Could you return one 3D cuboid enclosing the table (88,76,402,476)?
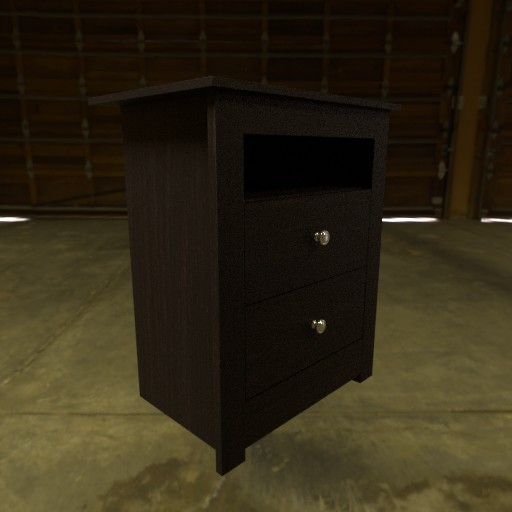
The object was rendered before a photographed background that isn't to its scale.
[{"bbox_3d":[0.000,0.000,1.076,0.406,0.711,0.591,13,18,43],"label":"table"}]
